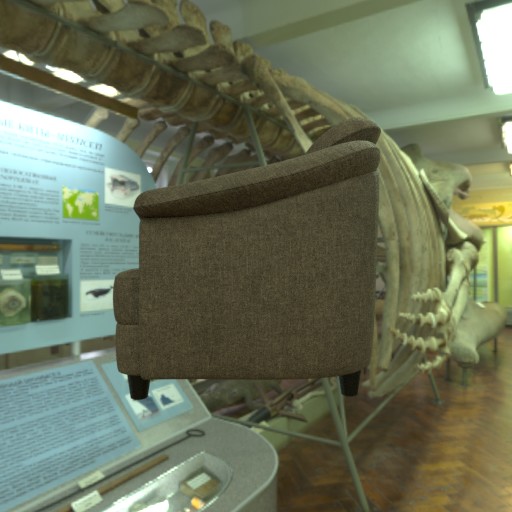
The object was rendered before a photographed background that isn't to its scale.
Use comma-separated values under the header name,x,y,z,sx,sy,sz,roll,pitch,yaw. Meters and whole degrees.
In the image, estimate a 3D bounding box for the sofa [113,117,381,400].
name,x,y,z,sx,sy,sz,roll,pitch,yaw
sofa,0.000,0.000,1.518,0.794,0.811,0.870,0,0,1
